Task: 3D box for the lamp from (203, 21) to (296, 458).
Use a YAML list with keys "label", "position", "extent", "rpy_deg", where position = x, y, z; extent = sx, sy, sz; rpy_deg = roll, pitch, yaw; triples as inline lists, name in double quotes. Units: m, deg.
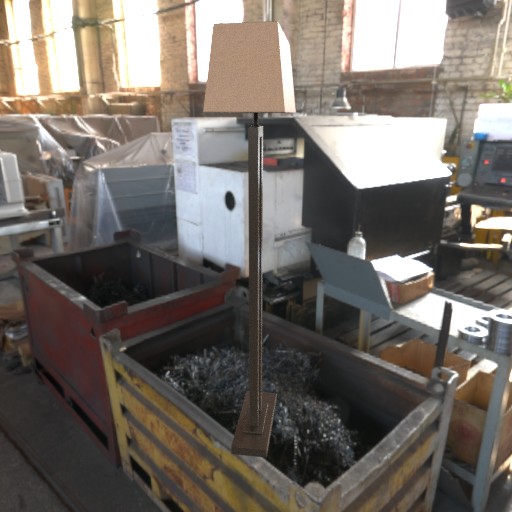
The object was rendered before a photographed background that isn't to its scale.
- label: "lamp"
  position: [0.000, 0.000, 1.616]
  extent: [0.233, 1.469, 0.475]
  rpy_deg: [3, 18, 8]
